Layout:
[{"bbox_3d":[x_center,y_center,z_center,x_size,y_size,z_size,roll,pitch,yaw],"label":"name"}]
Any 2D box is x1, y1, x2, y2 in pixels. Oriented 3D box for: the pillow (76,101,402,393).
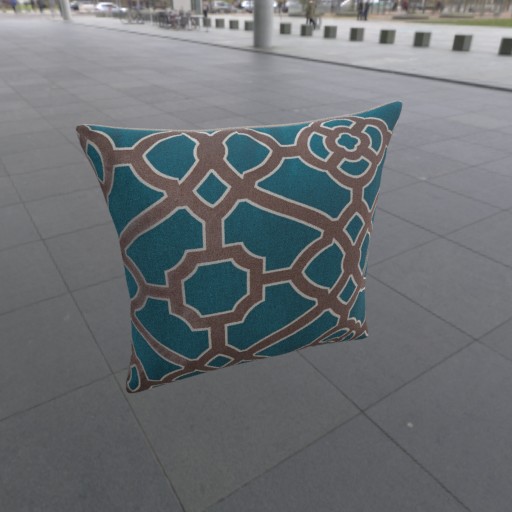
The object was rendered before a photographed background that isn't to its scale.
[{"bbox_3d":[0.000,0.000,0.801,0.526,0.507,0.166,-9,31,-16],"label":"pillow"}]
